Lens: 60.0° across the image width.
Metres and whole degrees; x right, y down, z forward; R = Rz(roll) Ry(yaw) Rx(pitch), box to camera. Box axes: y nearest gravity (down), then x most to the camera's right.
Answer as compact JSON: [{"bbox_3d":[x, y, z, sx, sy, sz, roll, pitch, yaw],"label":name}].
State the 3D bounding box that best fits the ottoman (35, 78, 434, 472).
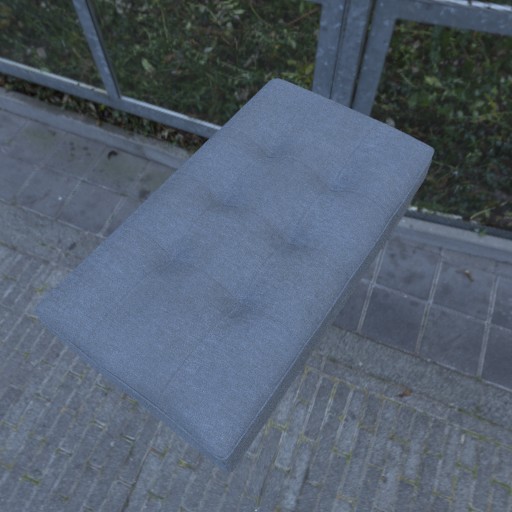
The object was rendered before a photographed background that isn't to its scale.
[{"bbox_3d":[0.000,0.000,1.449,0.648,0.514,1.143,32,65,17],"label":"ottoman"}]
